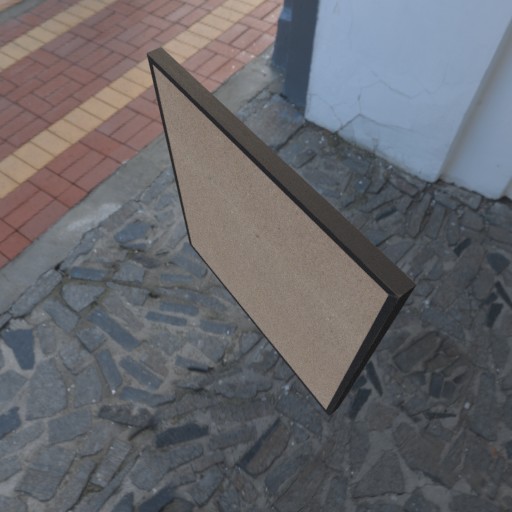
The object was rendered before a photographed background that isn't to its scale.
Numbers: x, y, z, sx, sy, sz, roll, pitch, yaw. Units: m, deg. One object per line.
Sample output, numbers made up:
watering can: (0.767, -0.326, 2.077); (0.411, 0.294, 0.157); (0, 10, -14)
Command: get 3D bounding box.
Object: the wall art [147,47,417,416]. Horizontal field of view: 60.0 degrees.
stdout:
wall art: (0.000, 0.000, 1.150); (0.038, 0.762, 0.762); (-32, 63, -19)
